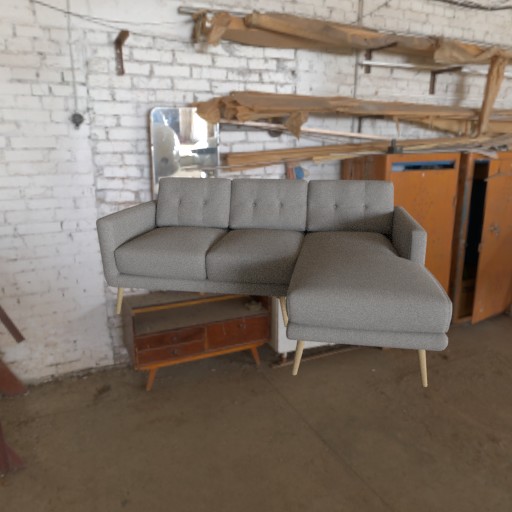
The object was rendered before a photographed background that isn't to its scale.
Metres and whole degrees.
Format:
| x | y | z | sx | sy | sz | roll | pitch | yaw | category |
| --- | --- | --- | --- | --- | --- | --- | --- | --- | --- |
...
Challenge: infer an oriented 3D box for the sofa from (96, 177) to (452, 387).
| x | y | z | sx | sy | sz | roll | pitch | yaw | category |
| --- | --- | --- | --- | --- | --- | --- | --- | --- | --- |
| 0.000 | 0.000 | 2.828 | 2.040 | 0.860 | 1.530 | 3 | 15 | 9 | sofa |
